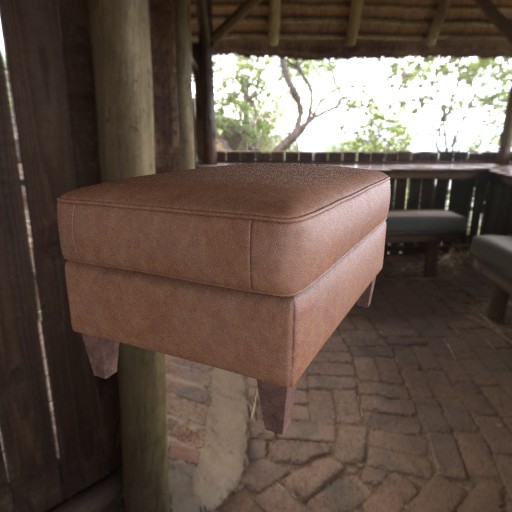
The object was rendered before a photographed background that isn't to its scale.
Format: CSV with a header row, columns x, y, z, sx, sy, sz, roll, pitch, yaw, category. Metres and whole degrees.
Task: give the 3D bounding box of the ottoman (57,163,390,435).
x,y,z,sx,sy,sz,roll,pitch,yaw,category
0.000,0.000,1.221,0.584,0.483,0.864,8,17,25,ottoman
